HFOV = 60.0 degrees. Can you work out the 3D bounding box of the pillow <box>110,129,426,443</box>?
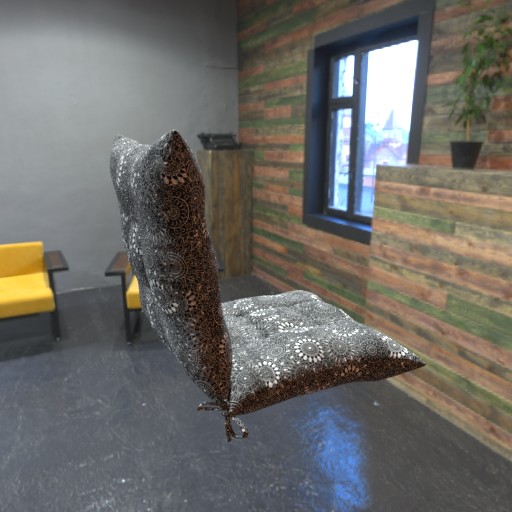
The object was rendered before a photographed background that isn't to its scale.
[{"bbox_3d":[0.000,0.000,1.001,0.585,0.536,0.541,-7,16,-24],"label":"pillow"}]
